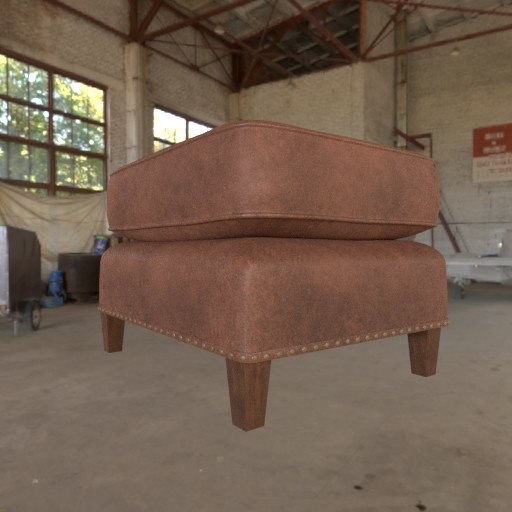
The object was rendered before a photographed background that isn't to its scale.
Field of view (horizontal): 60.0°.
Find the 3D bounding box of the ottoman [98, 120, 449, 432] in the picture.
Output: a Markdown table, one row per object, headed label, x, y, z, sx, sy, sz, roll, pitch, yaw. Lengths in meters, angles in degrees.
| label | x | y | z | sx | sy | sz | roll | pitch | yaw |
| --- | --- | --- | --- | --- | --- | --- | --- | --- | --- |
| ottoman | 0.000 | 0.000 | 1.132 | 0.589 | 0.537 | 0.738 | -1 | 1 | -37 |
